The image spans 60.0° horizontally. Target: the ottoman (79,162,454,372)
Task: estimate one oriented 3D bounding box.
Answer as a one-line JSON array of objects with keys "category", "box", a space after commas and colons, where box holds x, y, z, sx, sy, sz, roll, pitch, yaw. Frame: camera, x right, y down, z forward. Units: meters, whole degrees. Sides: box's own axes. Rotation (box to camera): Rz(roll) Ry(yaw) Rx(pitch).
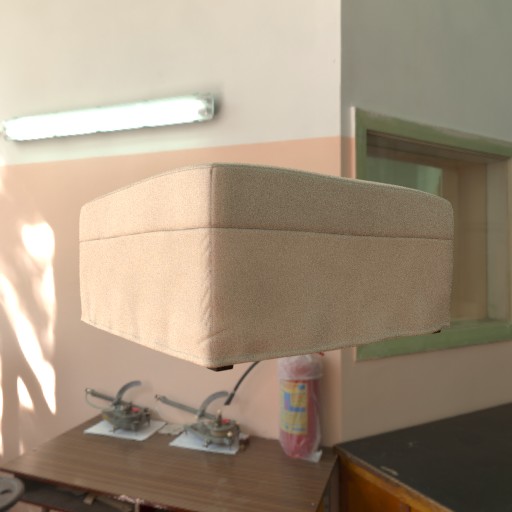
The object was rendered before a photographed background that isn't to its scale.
[{"category": "ottoman", "box": [0.000, 0.000, 1.351, 0.842, 0.441, 0.843, 0, -1, -37]}]
